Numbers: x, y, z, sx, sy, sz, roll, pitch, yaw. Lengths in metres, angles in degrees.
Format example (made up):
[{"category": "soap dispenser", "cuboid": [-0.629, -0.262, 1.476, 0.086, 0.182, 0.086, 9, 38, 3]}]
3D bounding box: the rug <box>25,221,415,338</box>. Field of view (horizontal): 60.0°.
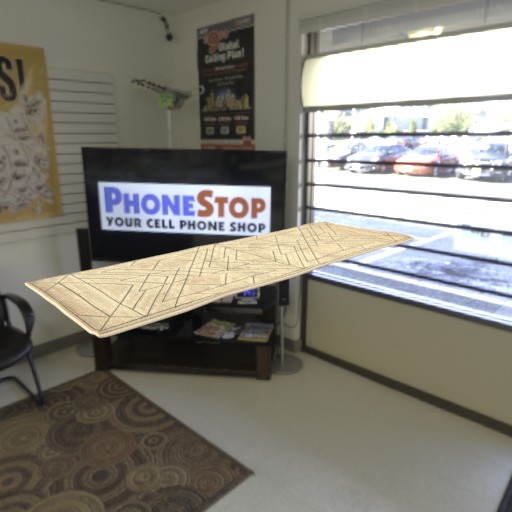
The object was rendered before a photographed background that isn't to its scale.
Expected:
[{"category": "rug", "cuboid": [0.000, 0.000, 2.694, 2.381, 0.036, 0.831, -14, 20, -42]}]
